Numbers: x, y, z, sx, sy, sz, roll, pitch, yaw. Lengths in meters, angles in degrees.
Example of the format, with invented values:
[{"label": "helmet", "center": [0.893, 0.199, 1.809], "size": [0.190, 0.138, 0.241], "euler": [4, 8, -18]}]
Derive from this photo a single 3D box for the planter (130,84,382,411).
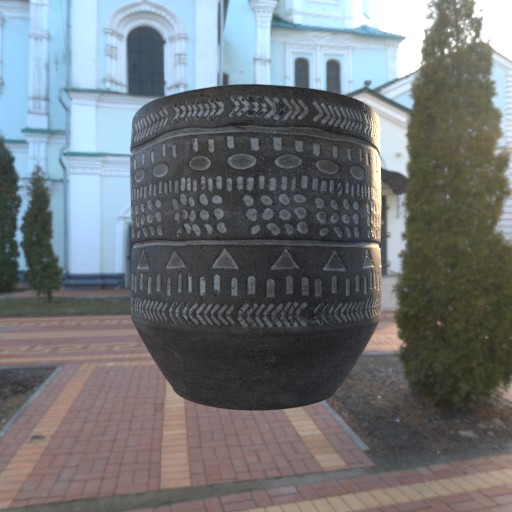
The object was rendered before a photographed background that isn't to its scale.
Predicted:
[{"label": "planter", "center": [0.000, 0.000, 0.223], "size": [0.122, 0.128, 0.122], "euler": [0, 0, 0]}]
